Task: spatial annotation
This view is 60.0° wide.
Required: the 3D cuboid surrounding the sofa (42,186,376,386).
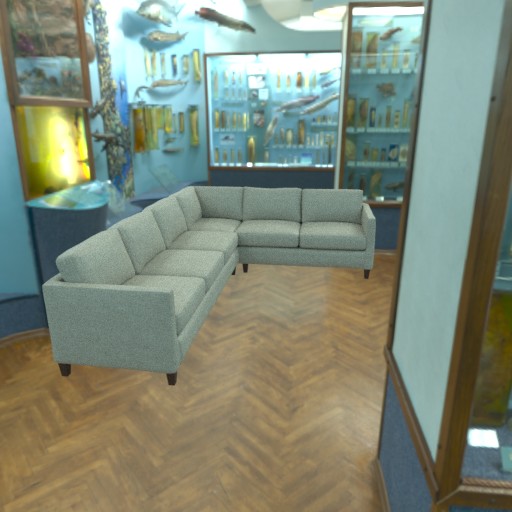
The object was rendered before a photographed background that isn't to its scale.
[{"bbox_3d":[0.000,0.000,4.434,2.522,0.934,3.333,2,18,8],"label":"sofa"}]
